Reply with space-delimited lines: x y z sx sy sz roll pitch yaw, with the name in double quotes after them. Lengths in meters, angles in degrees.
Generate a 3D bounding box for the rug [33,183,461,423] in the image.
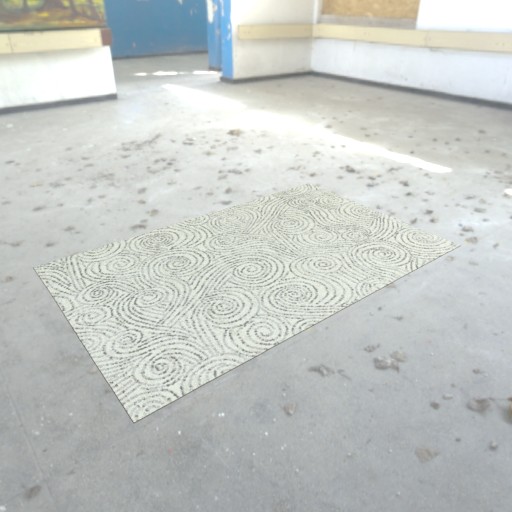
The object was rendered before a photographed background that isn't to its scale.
0.000 0.000 2.965 2.439 0.005 1.524 -21 37 -32 "rug"
